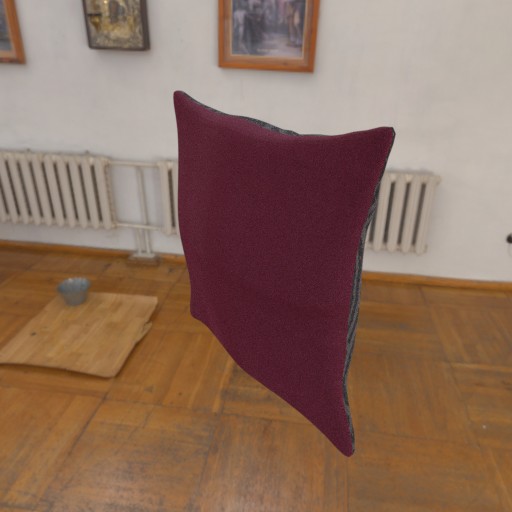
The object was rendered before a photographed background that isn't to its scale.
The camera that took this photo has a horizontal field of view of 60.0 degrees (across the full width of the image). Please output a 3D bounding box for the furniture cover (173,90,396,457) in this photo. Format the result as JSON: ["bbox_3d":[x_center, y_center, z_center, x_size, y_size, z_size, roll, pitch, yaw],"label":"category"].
[{"bbox_3d":[0.000,0.000,0.780,0.163,0.513,0.514,-18,31,-32],"label":"furniture cover"}]
